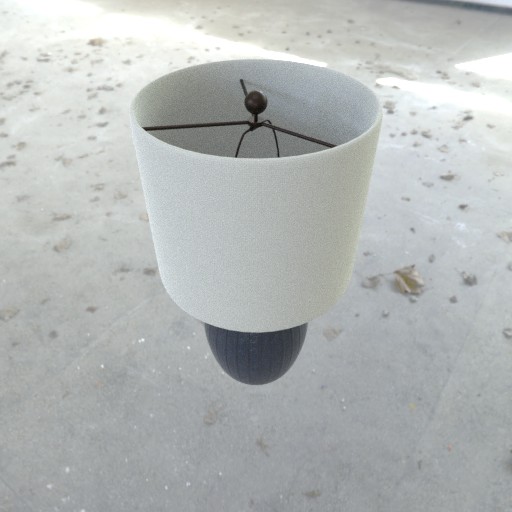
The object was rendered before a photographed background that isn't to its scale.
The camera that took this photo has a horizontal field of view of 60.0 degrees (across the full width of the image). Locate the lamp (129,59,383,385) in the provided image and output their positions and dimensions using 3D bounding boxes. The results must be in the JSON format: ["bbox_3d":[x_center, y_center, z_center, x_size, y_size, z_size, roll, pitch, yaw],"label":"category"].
[{"bbox_3d":[0.000,0.000,0.763,0.329,0.570,0.329,26,47,26],"label":"lamp"}]
